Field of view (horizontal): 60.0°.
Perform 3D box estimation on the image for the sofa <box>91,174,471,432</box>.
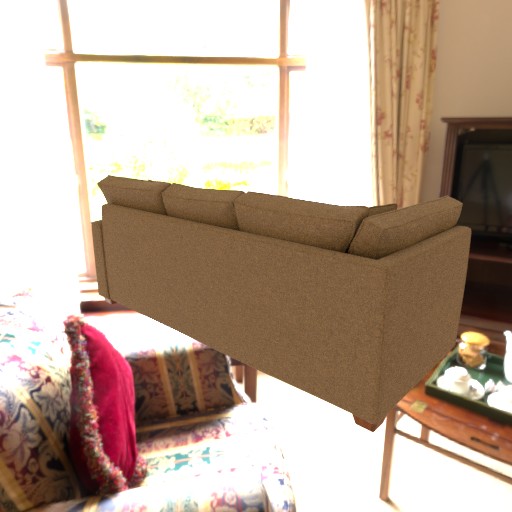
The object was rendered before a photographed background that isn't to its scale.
[{"bbox_3d":[0.000,0.000,2.872,2.317,0.962,1.061,14,21,41],"label":"sofa"}]
